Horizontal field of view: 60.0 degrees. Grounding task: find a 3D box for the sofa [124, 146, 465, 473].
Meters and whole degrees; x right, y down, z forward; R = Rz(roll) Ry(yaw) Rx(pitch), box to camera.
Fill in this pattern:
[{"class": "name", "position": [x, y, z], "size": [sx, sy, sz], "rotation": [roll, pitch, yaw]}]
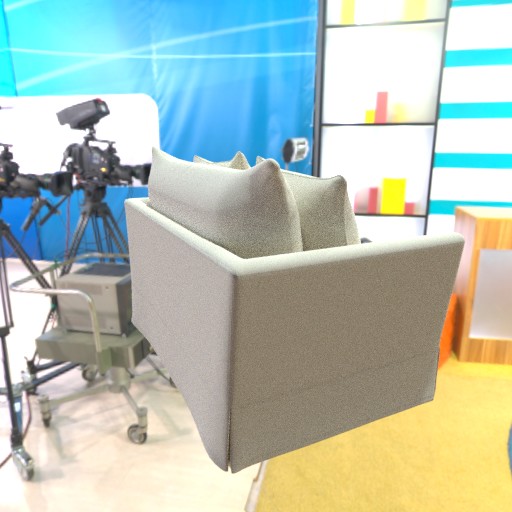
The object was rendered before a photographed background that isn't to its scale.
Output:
[{"class": "sofa", "position": [0.000, 0.000, 2.206], "size": [1.026, 1.039, 1.608], "rotation": [-8, 17, -26]}]
